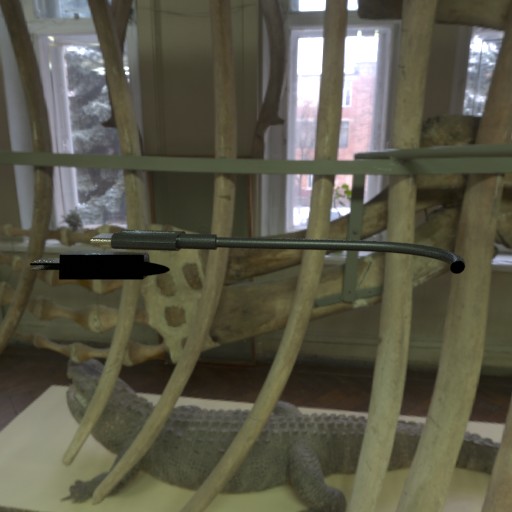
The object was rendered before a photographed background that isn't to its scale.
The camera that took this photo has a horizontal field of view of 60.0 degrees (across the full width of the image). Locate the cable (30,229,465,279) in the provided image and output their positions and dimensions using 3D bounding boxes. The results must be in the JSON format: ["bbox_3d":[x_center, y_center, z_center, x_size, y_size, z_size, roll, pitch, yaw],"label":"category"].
[{"bbox_3d":[0.000,0.000,0.110,0.098,0.006,0.040,2,14,7],"label":"cable"}]
